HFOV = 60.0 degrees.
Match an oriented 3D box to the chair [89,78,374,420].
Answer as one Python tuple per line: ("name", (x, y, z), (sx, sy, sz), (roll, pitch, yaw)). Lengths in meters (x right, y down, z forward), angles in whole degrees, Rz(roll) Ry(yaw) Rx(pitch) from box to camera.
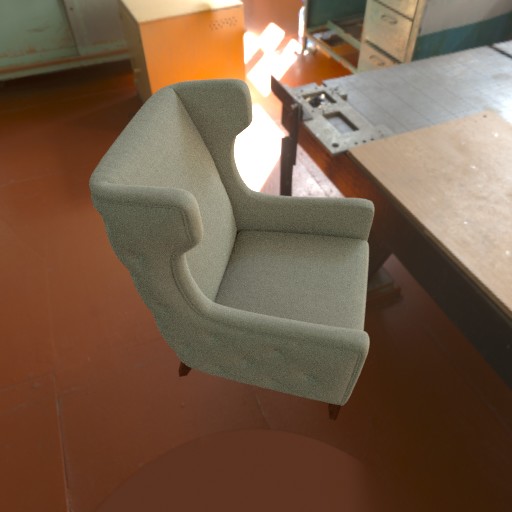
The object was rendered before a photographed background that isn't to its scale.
("chair", (0.000, 0.000, 1.725), (0.899, 1.079, 0.778), (9, 48, 8))
